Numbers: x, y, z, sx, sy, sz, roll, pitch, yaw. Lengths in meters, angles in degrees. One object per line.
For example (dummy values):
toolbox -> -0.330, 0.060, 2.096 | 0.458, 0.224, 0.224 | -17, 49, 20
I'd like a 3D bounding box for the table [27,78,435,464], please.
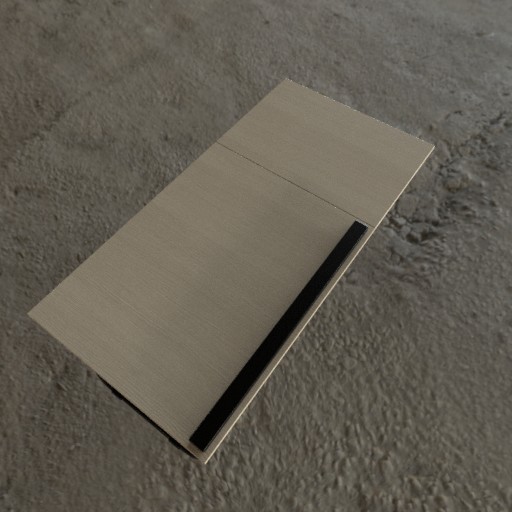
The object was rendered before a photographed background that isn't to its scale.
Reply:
table -> 0.000, 0.000, 0.797 | 0.322, 0.242, 0.644 | 32, 63, 18
